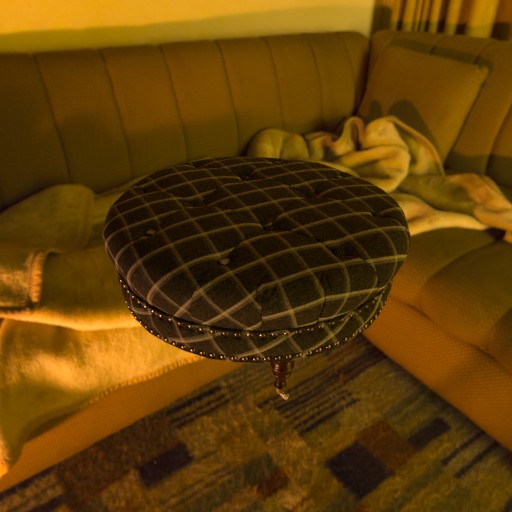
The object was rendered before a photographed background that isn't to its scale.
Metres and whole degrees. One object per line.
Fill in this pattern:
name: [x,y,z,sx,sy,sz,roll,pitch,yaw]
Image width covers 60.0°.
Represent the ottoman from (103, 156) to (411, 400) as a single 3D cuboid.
ottoman: [0.000,0.000,1.425,0.901,0.439,0.901,0,32,0]
